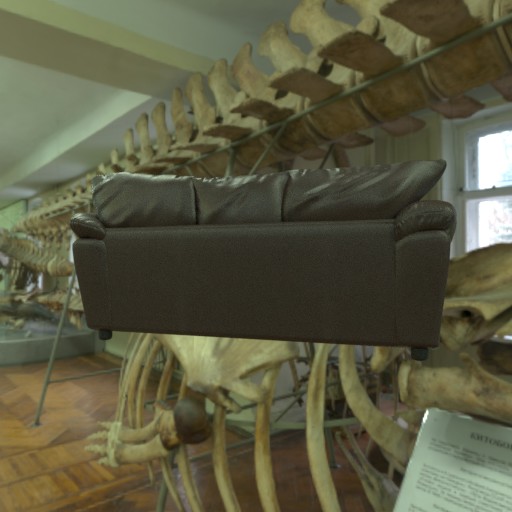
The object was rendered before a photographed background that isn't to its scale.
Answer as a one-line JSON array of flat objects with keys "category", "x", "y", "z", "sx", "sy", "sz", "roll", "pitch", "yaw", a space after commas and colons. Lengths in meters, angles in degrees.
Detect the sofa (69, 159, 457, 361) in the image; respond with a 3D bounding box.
[{"category": "sofa", "x": 0.000, "y": 0.000, "z": 2.857, "sx": 2.390, "sy": 1.091, "sz": 0.907, "roll": 0, "pitch": -1, "yaw": 19}]
